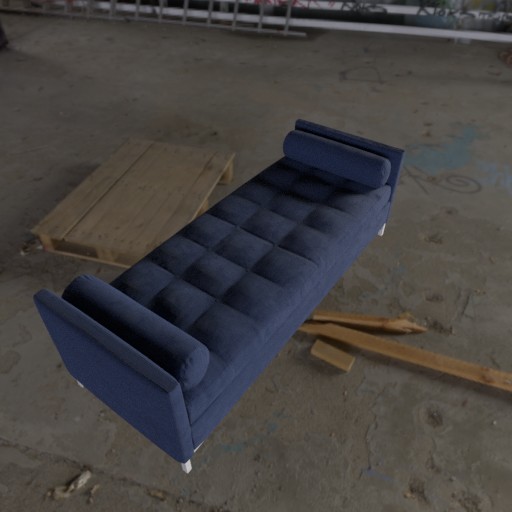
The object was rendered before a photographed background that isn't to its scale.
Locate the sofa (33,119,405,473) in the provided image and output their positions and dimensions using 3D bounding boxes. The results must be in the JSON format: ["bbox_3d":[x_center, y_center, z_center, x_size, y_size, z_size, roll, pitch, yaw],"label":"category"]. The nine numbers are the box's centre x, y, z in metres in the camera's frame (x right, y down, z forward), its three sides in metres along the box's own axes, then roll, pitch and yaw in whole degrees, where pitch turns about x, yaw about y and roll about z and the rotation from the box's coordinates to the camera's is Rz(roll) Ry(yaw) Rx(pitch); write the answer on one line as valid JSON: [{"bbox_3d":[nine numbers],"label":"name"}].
[{"bbox_3d":[0.000,0.000,2.477,0.797,0.657,2.102,26,48,26],"label":"sofa"}]
